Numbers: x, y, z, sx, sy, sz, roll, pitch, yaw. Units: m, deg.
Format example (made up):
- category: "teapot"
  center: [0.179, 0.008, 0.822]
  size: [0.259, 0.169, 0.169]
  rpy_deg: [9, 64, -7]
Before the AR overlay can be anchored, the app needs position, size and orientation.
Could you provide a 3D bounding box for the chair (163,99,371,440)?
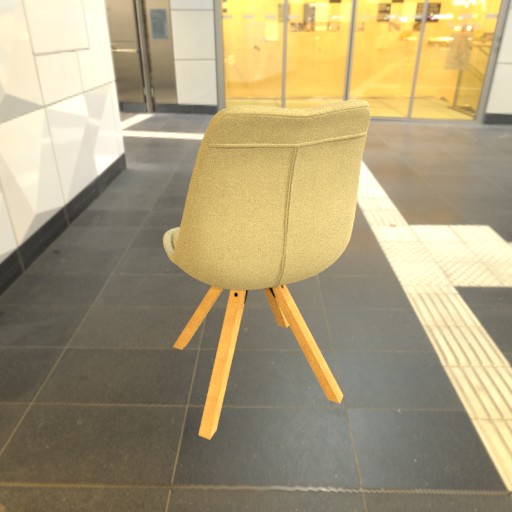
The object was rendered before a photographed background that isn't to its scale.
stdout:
- category: "chair"
  center: [0.000, 0.000, 1.200]
  size: [0.474, 0.863, 0.549]
  rpy_deg: [-9, 29, -16]
